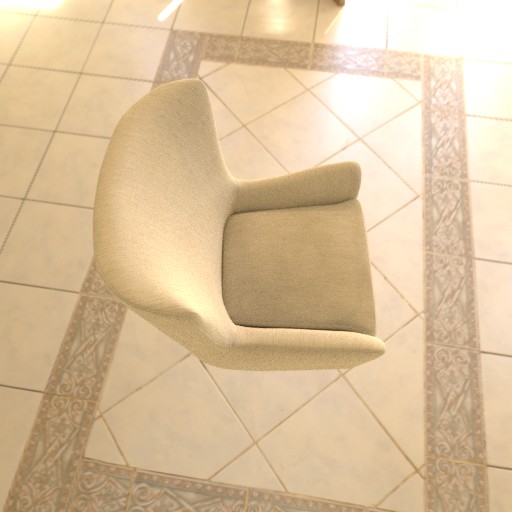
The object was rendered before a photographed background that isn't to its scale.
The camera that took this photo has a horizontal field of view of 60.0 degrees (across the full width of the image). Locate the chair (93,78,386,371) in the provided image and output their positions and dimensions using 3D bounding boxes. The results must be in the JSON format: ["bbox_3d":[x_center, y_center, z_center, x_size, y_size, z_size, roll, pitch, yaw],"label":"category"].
[{"bbox_3d":[0.000,0.000,1.663,0.904,1.000,0.779,-1,65,0],"label":"chair"}]
